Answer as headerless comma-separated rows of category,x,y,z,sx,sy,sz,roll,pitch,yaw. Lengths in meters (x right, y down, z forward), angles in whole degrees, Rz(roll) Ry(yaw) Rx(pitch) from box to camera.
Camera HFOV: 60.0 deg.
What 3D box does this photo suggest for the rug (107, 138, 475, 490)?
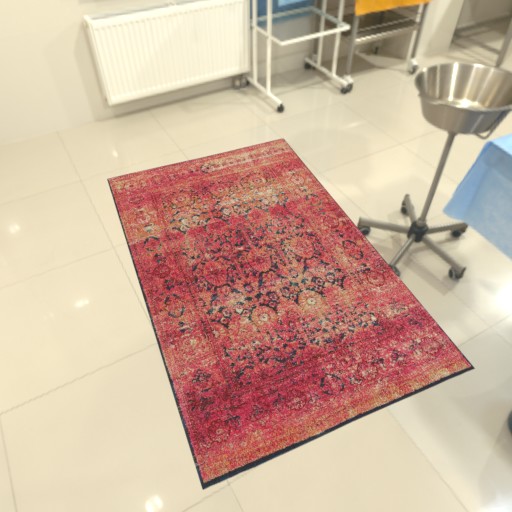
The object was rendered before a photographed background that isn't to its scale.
rug,0.000,0.000,2.946,1.539,0.018,2.449,-17,49,-15
